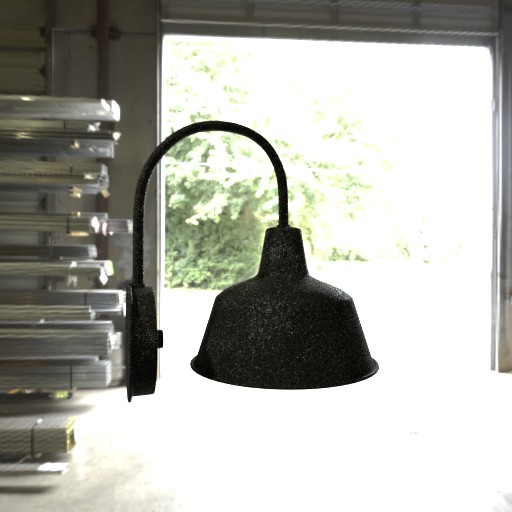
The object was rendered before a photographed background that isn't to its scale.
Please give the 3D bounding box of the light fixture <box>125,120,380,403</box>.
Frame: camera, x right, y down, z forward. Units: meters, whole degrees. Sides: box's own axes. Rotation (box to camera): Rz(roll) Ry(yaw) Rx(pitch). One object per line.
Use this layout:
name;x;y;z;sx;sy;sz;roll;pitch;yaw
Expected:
light fixture;0.000;0.000;0.506;0.283;0.300;0.216;0;0;-18
